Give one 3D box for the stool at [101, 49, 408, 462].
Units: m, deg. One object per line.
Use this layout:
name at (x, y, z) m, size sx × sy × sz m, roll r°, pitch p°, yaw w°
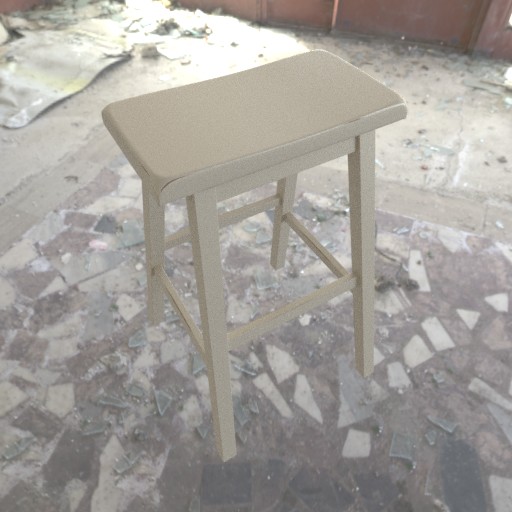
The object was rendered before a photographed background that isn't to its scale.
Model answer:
stool at (0.000, 0.000, 0.988) m, size 0.457 × 0.737 × 0.476 m, roll -23°, pitch 51°, yaw -20°
